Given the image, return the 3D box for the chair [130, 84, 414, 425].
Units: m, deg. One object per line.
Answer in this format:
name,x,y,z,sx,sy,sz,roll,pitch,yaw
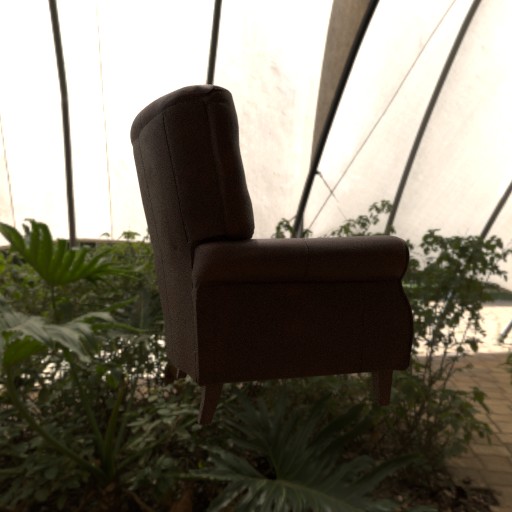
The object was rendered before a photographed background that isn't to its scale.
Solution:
chair,0.000,0.000,1.924,1.058,1.158,0.948,0,-1,-17
